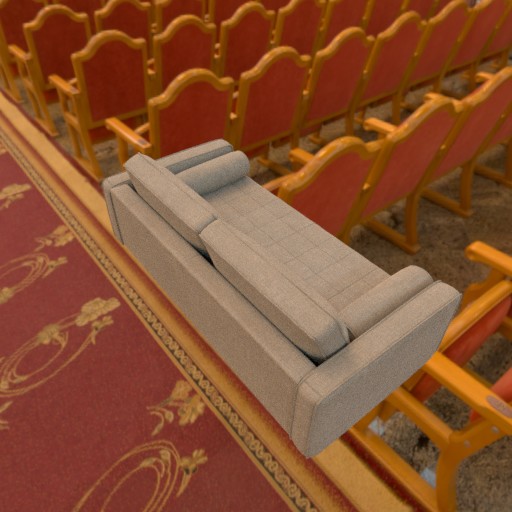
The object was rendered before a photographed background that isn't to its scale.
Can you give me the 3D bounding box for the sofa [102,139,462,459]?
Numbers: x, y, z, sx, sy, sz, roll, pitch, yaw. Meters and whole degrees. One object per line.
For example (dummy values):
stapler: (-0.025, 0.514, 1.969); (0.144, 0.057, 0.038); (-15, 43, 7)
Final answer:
sofa: (0.000, 0.000, 2.411); (0.914, 0.762, 1.879); (-27, 48, -27)
